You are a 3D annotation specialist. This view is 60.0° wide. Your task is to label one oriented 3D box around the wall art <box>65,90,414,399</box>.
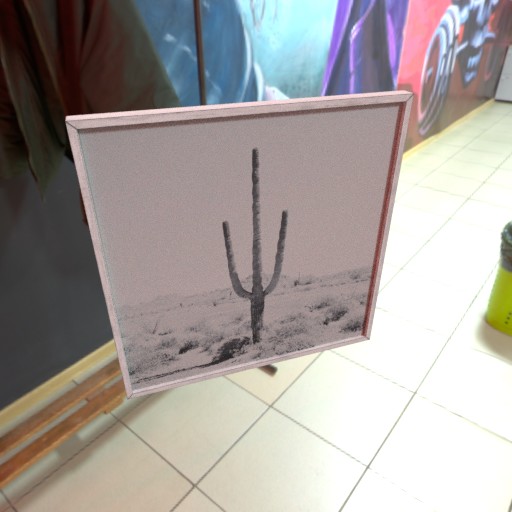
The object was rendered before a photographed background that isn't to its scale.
[{"bbox_3d":[0.000,0.000,1.144,0.762,0.762,0.038,-10,33,-16],"label":"wall art"}]
